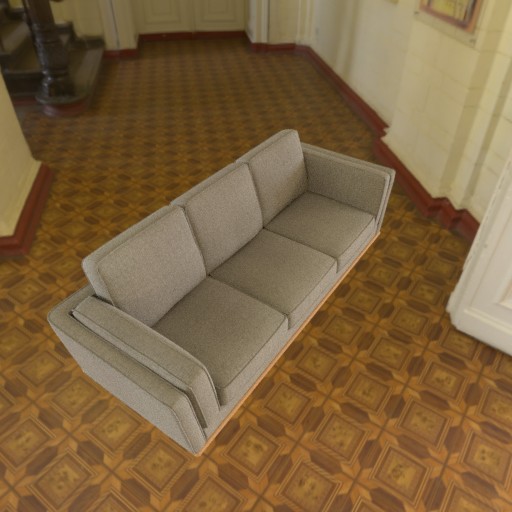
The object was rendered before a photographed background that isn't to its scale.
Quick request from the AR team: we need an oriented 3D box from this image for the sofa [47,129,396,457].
[{"bbox_3d":[0.000,0.000,2.823,0.903,0.899,2.362,24,46,26],"label":"sofa"}]
